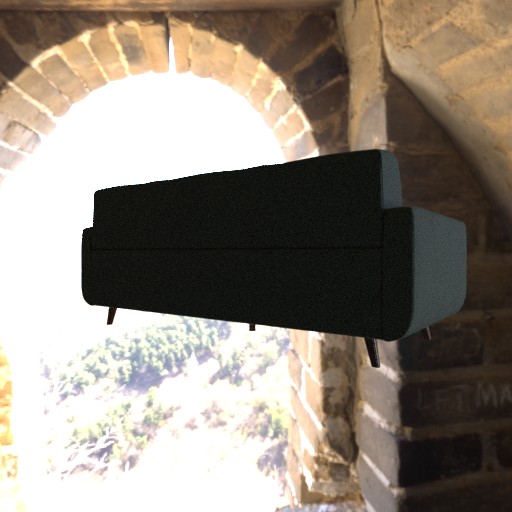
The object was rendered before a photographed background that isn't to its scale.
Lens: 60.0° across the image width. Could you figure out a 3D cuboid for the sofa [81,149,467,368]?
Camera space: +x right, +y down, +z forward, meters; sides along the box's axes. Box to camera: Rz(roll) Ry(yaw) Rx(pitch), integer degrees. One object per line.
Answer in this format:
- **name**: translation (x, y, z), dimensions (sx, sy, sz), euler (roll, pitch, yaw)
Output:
- **sofa**: translation (0.000, 0.000, 2.491), dimensions (2.029, 0.841, 0.909), euler (0, 0, 37)
